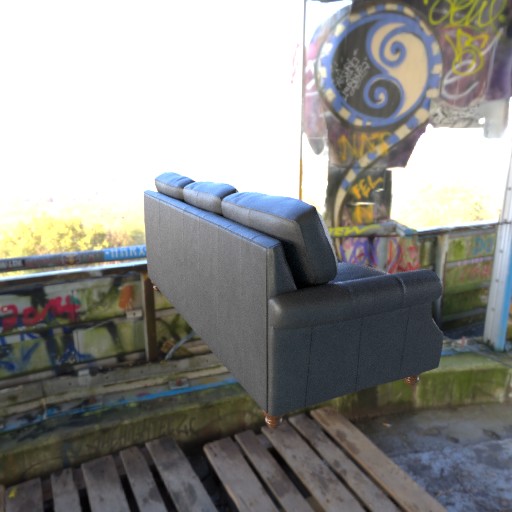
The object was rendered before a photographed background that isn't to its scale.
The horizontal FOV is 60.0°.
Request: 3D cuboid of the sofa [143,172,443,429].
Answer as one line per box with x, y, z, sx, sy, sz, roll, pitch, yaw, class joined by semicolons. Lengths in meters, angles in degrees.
0.000;0.000;2.865;0.974;0.977;2.387;-7;16;-25;sofa
